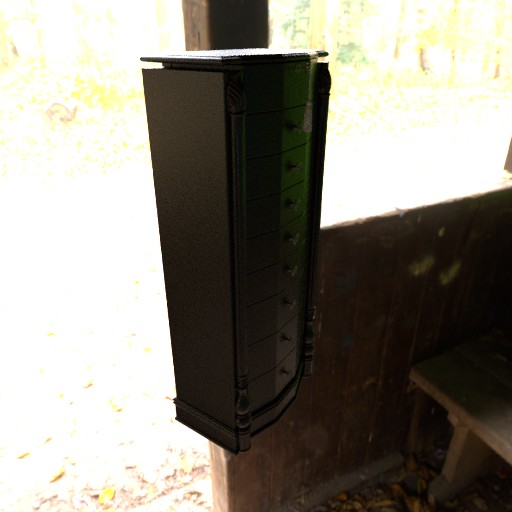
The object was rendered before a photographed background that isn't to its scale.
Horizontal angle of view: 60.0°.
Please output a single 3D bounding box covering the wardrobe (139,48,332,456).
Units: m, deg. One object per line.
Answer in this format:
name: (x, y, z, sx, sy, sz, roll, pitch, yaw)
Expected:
wardrobe: (0.000, 0.000, 1.208, 0.295, 1.011, 0.444, 17, 31, 30)
